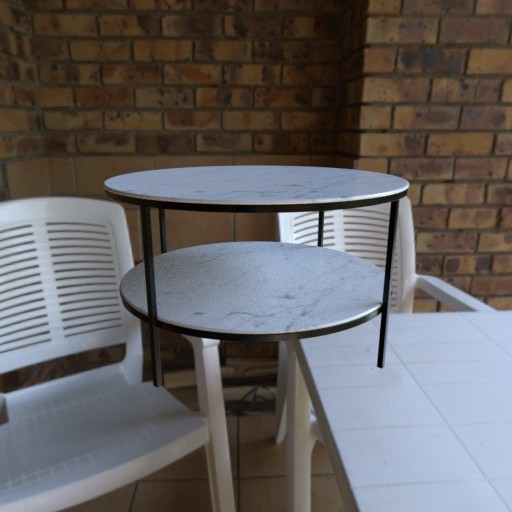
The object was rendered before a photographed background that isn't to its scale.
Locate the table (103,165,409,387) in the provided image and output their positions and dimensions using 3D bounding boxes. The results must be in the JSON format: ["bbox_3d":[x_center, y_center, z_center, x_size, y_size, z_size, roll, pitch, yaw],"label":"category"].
[{"bbox_3d":[0.000,0.000,1.281,0.800,0.450,0.800,0,16,0],"label":"table"}]
